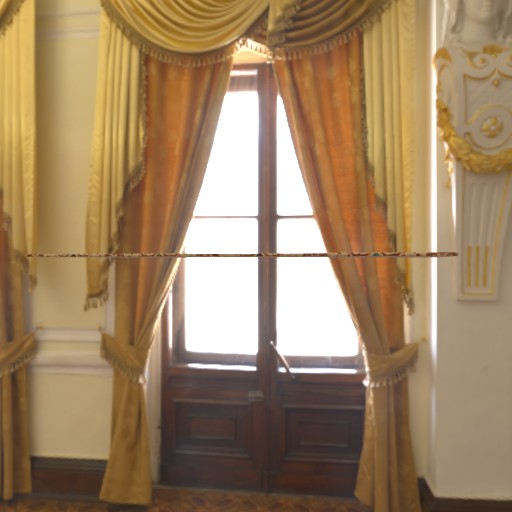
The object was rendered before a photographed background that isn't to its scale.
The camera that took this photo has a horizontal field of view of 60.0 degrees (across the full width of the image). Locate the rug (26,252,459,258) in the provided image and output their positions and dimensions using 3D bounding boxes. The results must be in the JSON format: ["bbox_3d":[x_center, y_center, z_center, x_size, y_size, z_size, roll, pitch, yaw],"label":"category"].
[{"bbox_3d":[0.000,0.000,2.919,2.297,0.018,1.541,0,0,19],"label":"rug"}]
